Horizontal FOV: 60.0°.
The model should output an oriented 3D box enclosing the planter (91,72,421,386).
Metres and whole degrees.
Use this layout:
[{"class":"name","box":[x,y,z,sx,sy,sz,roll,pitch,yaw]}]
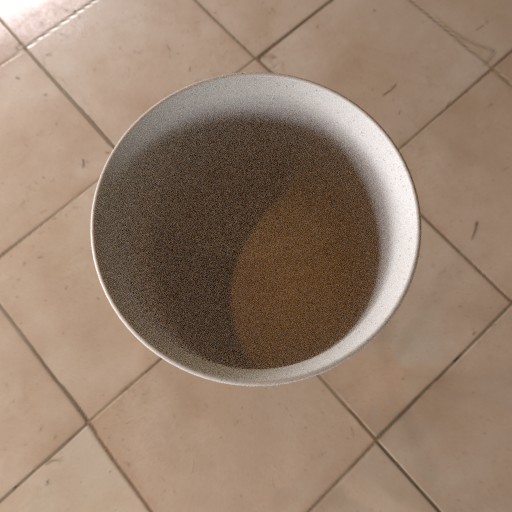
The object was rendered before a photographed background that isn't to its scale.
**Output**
[{"class":"planter","box":[0.000,0.000,0.486,0.268,0.270,0.268,0,75,0]}]
